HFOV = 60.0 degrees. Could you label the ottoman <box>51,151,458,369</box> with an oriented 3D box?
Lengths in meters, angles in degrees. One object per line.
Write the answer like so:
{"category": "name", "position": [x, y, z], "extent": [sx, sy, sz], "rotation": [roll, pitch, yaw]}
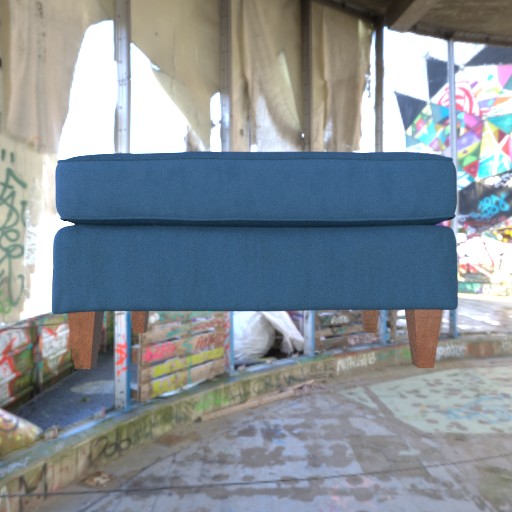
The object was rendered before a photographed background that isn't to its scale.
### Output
{"category": "ottoman", "position": [0.000, 0.000, 1.192], "extent": [0.862, 0.484, 0.583], "rotation": [0, 0, -1]}
